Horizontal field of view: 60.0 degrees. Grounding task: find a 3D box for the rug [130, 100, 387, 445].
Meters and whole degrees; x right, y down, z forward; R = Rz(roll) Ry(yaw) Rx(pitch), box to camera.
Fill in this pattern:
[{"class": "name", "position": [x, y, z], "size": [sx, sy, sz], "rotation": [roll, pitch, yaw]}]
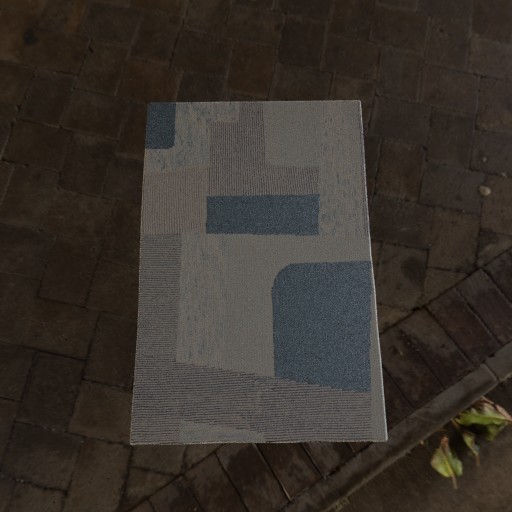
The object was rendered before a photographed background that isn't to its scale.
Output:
[{"class": "rug", "position": [0.000, 0.000, 2.349], "size": [1.238, 0.020, 1.847], "rotation": [-1, 76, 0]}]
